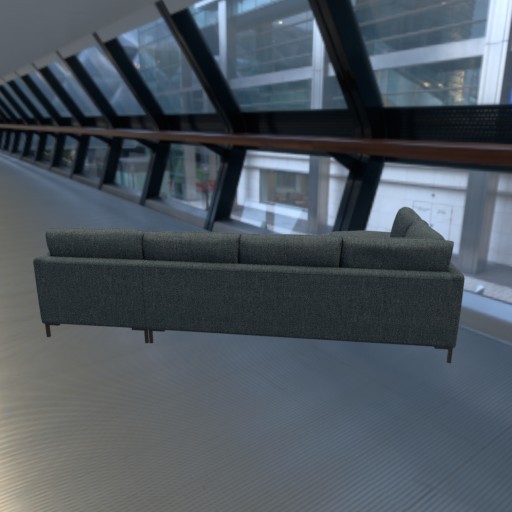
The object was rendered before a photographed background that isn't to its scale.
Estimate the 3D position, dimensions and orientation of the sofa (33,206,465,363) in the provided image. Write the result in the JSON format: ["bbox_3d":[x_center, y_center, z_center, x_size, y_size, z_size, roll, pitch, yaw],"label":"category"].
[{"bbox_3d":[0.000,0.000,3.638,2.737,0.753,1.879,2,16,8],"label":"sofa"}]
